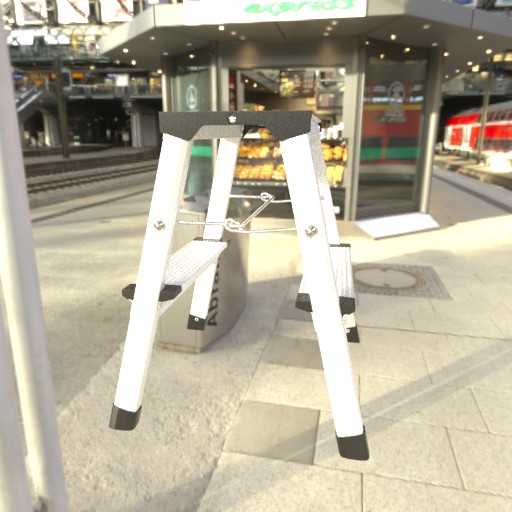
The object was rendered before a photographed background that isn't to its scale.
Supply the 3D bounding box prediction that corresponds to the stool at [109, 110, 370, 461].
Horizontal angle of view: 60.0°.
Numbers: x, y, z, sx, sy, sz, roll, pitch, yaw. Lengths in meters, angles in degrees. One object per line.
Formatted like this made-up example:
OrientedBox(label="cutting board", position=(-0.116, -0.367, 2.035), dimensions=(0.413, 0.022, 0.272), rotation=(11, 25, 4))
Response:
OrientedBox(label="stool", position=(0.000, 0.000, 0.795), dimensions=(0.405, 0.480, 0.404), rotation=(3, 16, 10))
